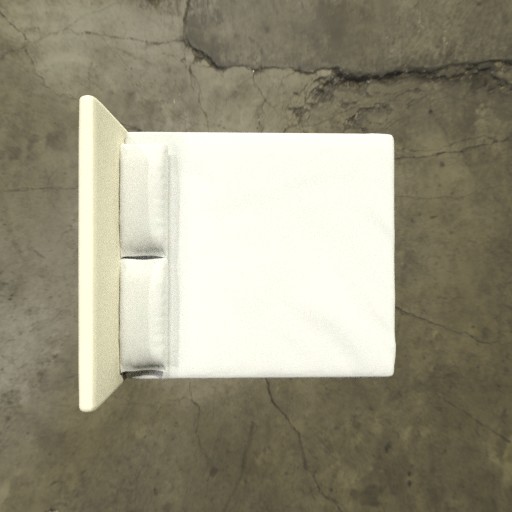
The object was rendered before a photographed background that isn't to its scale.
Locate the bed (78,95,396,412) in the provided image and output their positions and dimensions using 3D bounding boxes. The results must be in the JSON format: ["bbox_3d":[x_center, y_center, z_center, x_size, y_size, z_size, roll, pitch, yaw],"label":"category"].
[{"bbox_3d":[0.000,0.000,3.501,2.341,1.317,2.119,0,90,-2],"label":"bed"}]
